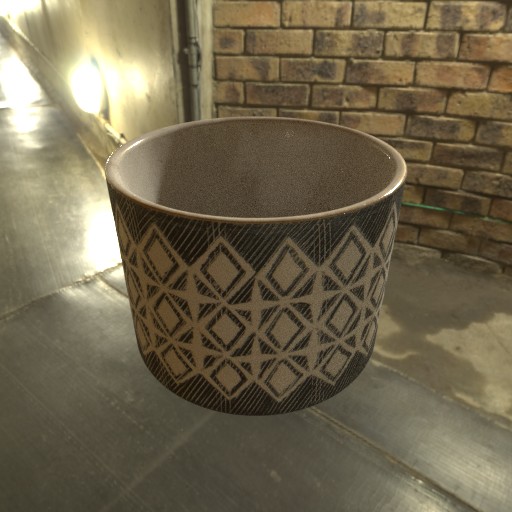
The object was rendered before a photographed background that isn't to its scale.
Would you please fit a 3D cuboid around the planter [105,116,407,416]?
[{"bbox_3d":[0.000,0.000,0.220,0.126,0.104,0.126,0,32,0],"label":"planter"}]
